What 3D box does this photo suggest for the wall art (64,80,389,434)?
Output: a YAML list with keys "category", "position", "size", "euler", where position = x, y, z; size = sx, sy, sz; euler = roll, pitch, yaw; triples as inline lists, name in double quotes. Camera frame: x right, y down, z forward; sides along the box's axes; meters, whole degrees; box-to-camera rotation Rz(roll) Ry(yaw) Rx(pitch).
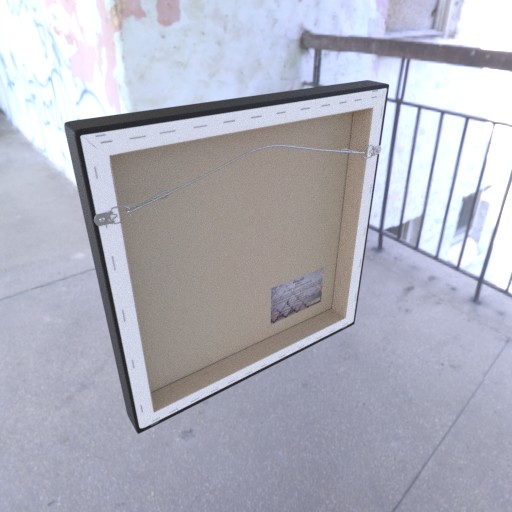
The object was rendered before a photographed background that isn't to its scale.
- category: "wall art"
  position: [0.000, 0.000, 0.599]
  size: [0.406, 0.407, 0.041]
  euler: [-19, 36, -29]
